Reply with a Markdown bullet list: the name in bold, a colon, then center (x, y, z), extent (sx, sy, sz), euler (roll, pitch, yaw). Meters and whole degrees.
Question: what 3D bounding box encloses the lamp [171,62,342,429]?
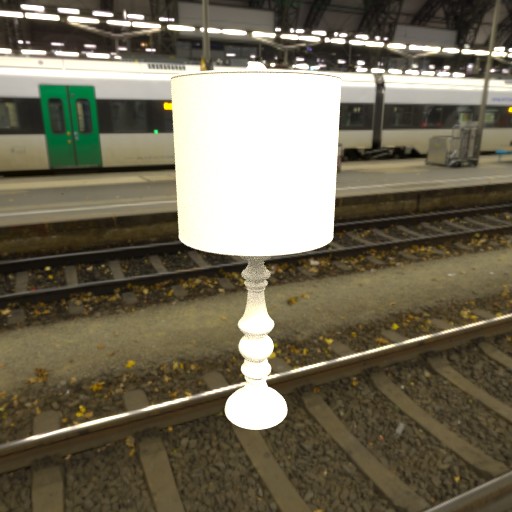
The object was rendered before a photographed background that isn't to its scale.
- **lamp**: center (0.000, 0.000, 0.740), extent (0.250, 0.597, 0.250), euler (16, 23, 42)
